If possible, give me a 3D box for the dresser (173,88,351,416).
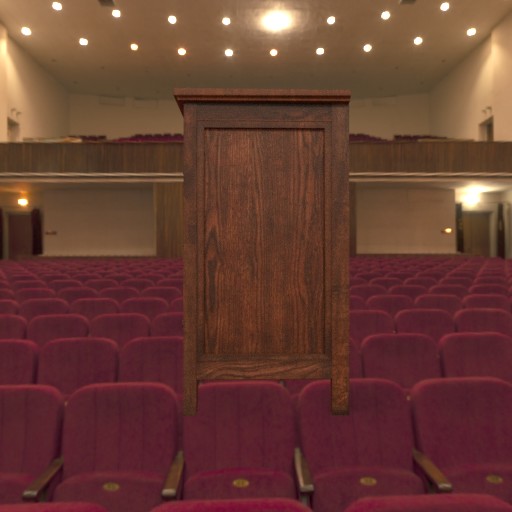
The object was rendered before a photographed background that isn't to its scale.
[{"bbox_3d":[0.000,0.000,1.919,0.463,0.856,1.551,0,-1,-1],"label":"dresser"}]
